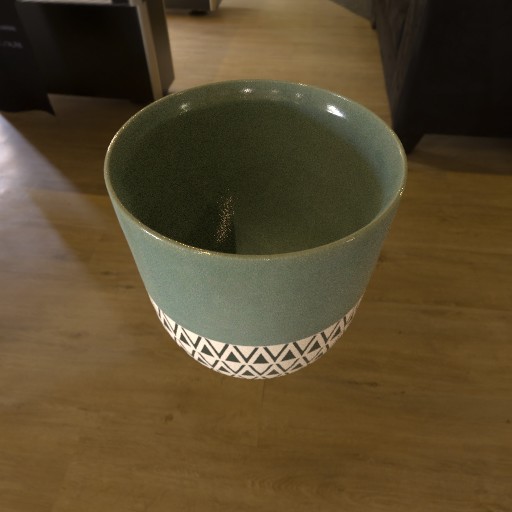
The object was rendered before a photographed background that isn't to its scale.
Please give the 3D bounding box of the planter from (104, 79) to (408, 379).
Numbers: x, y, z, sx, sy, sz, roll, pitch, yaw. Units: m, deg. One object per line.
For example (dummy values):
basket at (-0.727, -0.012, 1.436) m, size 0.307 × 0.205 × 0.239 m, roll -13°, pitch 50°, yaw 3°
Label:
planter at (0.000, 0.000, 0.375) m, size 0.198 × 0.214 × 0.198 m, roll 0°, pitch 48°, yaw 0°
